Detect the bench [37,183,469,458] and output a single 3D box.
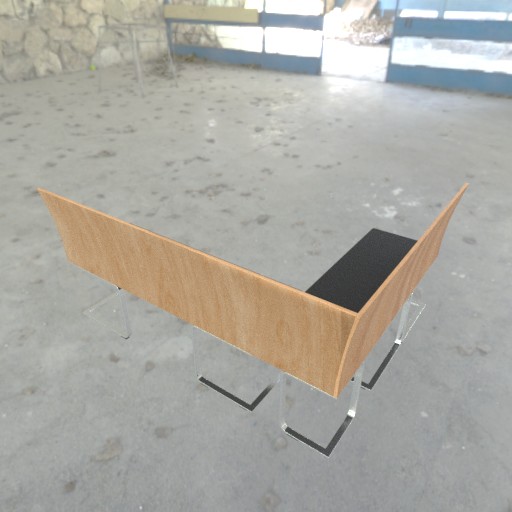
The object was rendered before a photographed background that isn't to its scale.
[{"bbox_3d":[0.000,0.000,2.755,1.945,0.930,1.495,20,37,30],"label":"bench"}]
